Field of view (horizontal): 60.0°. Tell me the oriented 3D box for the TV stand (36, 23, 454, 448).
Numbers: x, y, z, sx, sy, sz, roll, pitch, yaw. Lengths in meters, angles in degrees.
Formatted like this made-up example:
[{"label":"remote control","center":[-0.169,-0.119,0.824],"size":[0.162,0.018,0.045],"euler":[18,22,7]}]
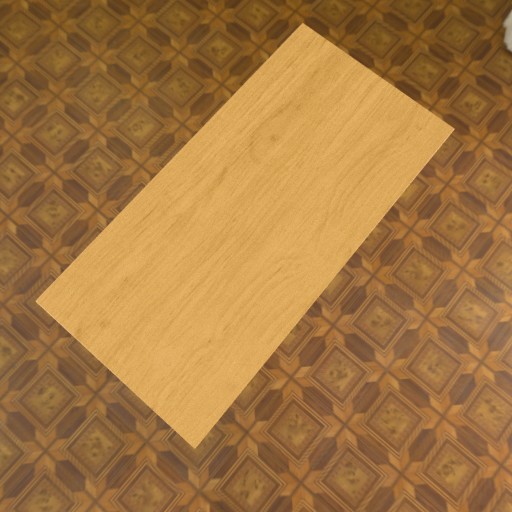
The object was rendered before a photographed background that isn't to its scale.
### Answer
[{"label":"TV stand","center":[0.000,0.000,1.307],"size":[0.430,0.787,0.851],"euler":[39,79,9]}]
